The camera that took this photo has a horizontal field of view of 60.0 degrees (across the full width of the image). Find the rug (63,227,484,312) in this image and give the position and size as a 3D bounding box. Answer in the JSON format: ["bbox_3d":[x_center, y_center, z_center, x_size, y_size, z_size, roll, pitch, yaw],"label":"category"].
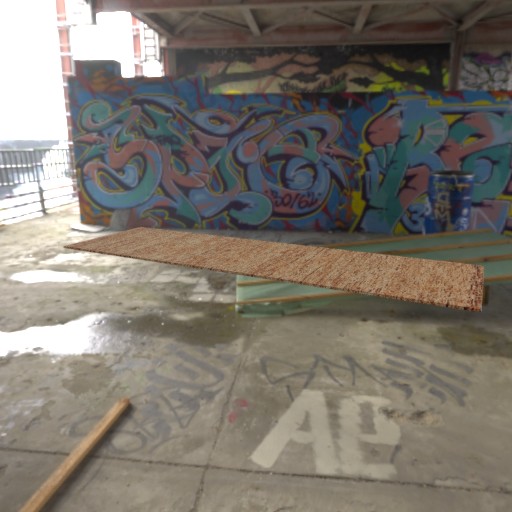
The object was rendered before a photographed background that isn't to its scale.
[{"bbox_3d":[0.000,0.000,2.437,2.237,0.014,0.680,7,17,26],"label":"rug"}]
